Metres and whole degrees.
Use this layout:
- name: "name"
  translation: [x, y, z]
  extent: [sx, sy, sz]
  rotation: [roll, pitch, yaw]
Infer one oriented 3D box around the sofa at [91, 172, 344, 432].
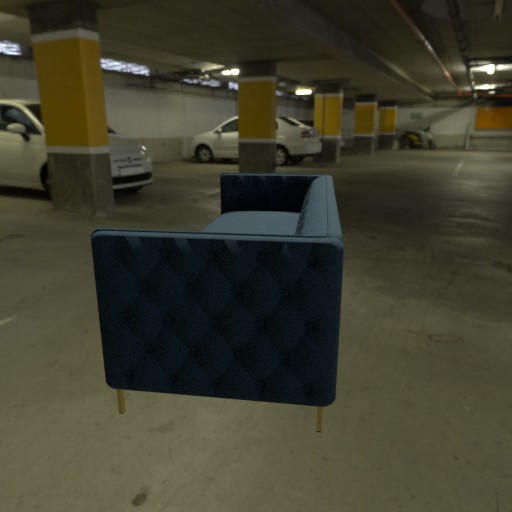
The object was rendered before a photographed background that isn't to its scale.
- name: "sofa"
  translation: [0.000, 0.000, 2.610]
  extent: [0.895, 0.771, 2.209]
  rotation: [2, 16, 8]
